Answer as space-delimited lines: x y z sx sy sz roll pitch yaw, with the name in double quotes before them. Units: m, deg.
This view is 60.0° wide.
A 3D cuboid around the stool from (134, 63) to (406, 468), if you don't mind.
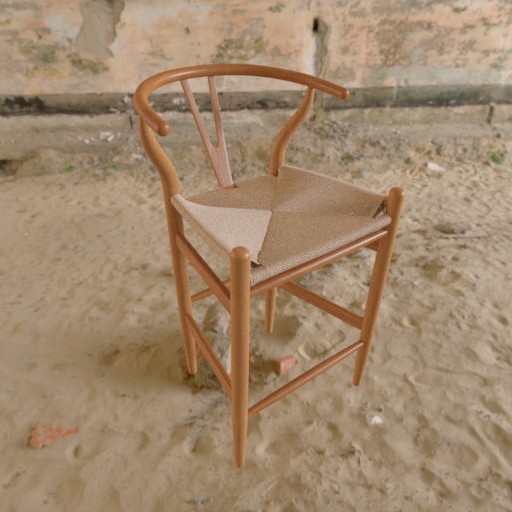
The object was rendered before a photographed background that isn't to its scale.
"stool" 0.000 0.000 1.300 0.569 0.970 0.579 -22 38 -31
